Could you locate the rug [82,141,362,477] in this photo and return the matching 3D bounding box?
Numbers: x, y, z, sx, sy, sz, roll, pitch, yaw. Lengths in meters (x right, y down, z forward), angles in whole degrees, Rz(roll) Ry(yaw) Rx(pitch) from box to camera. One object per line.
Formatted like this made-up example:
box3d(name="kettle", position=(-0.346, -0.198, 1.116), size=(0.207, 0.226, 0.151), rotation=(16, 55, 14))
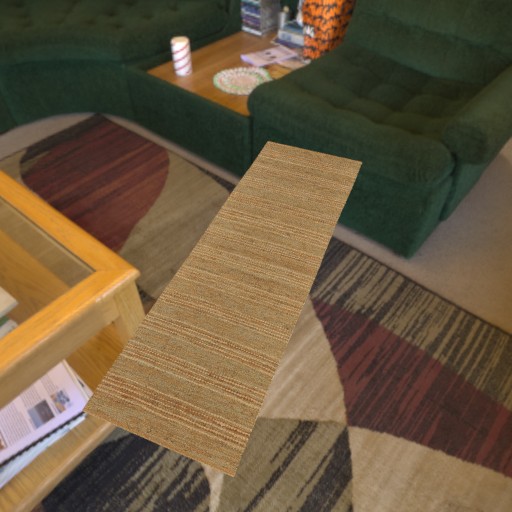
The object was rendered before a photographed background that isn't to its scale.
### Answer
box3d(name="rug", position=(0.000, 0.000, 2.743), size=(0.783, 0.006, 2.438), rotation=(16, 49, 15))
